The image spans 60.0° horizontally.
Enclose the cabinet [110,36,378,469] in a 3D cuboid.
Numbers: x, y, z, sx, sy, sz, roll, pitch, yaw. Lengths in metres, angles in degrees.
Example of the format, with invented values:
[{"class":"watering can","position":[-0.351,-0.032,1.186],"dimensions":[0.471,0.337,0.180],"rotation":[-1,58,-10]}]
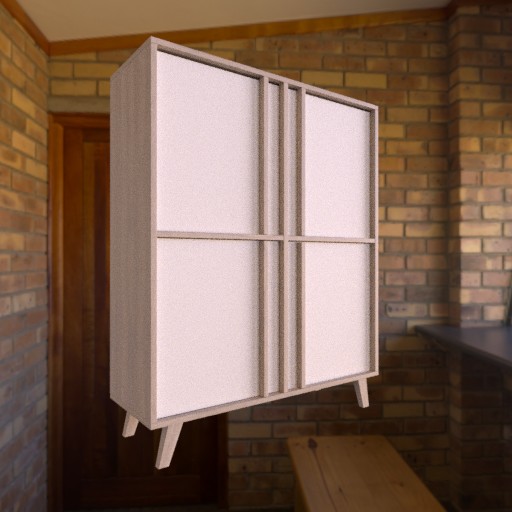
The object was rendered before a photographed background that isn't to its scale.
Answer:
[{"class":"cabinet","position":[0.000,0.000,1.885],"dimensions":[1.111,1.388,0.398],"rotation":[0,0,-36]}]
